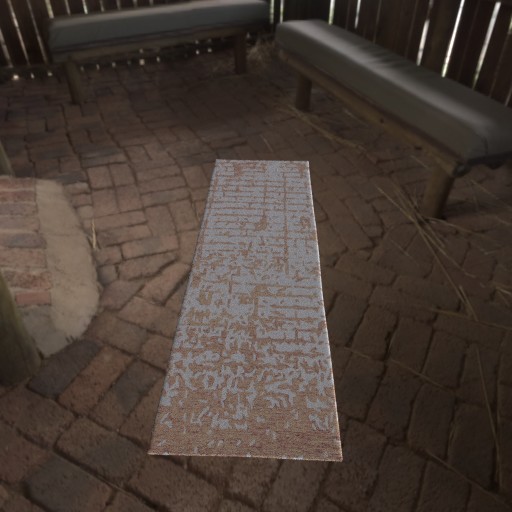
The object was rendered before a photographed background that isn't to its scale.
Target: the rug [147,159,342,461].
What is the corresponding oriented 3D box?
[{"bbox_3d":[0.000,0.000,2.636,0.750,0.011,2.435,1,39,2],"label":"rug"}]
